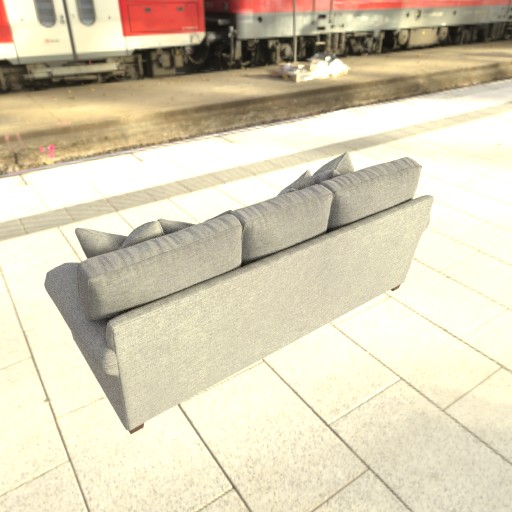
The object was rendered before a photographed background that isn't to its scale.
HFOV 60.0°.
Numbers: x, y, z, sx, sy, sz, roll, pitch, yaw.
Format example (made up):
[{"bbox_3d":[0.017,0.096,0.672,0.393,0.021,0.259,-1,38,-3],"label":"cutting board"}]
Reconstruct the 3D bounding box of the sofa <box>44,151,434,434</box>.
[{"bbox_3d":[0.000,0.000,2.752,2.312,0.975,0.965,-21,37,-31],"label":"sofa"}]
